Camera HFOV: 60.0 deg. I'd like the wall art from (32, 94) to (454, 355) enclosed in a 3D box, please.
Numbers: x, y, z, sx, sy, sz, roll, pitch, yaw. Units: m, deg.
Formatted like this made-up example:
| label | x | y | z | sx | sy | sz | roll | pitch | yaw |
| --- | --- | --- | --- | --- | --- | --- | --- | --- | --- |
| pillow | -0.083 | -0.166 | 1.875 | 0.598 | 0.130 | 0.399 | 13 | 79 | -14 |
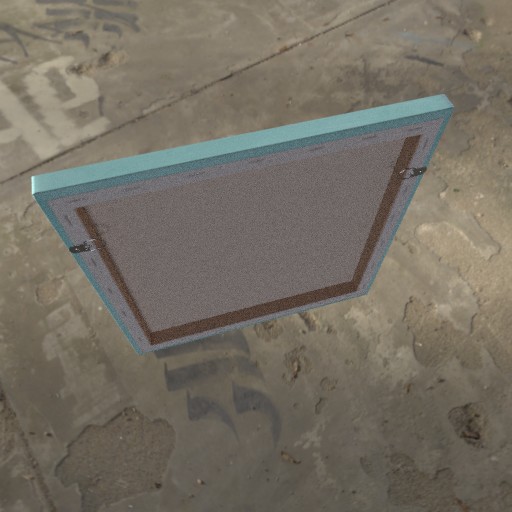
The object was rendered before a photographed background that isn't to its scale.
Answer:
| label | x | y | z | sx | sy | sz | roll | pitch | yaw |
| --- | --- | --- | --- | --- | --- | --- | --- | --- | --- |
| wall art | 0.000 | 0.000 | 1.547 | 1.071 | 1.073 | 0.070 | -14 | 59 | -8 |
